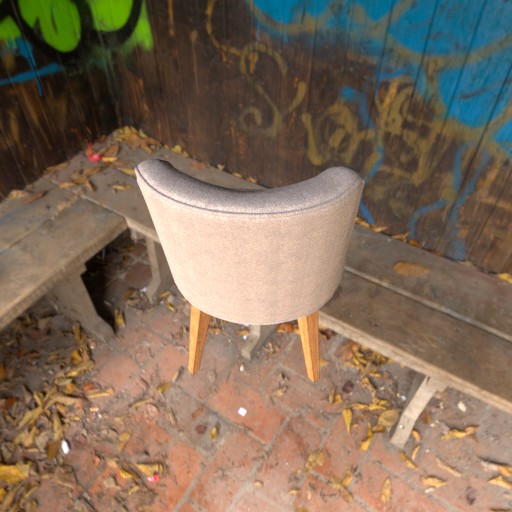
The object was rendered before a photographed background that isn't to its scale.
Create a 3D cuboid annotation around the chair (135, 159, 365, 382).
[{"bbox_3d":[0.000,0.000,1.291,0.548,0.916,0.636,3,46,3],"label":"chair"}]
